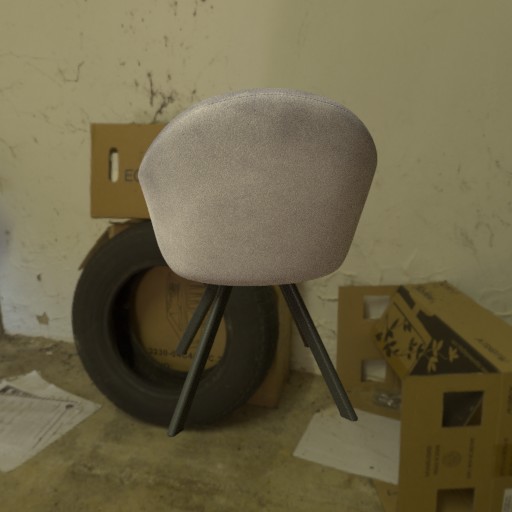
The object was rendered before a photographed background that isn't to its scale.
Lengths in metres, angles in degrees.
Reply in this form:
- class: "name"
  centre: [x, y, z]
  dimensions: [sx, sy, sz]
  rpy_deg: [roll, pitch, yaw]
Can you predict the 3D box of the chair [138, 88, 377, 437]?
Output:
- class: "chair"
  centre: [0.000, 0.000, 1.160]
  dimensions: [0.570, 0.780, 0.540]
  rpy_deg: [-2, 15, -7]
